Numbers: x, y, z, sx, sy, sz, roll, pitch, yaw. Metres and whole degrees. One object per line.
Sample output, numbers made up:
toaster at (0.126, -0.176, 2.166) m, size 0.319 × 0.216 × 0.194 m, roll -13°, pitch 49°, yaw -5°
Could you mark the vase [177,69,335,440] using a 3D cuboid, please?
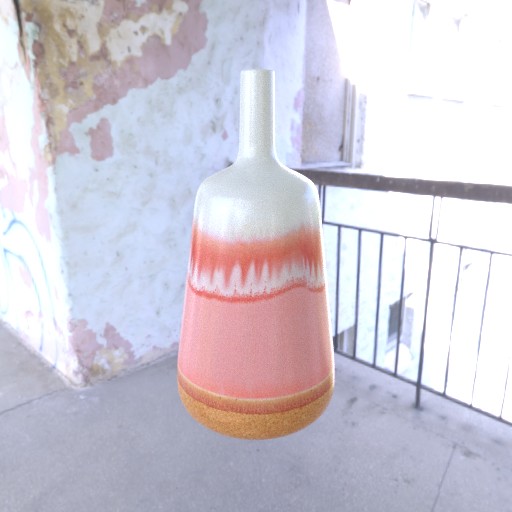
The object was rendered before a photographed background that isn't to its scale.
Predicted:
vase at (0.000, 0.000, 0.382) m, size 0.144 × 0.296 × 0.144 m, roll 0°, pitch 16°, yaw 0°
